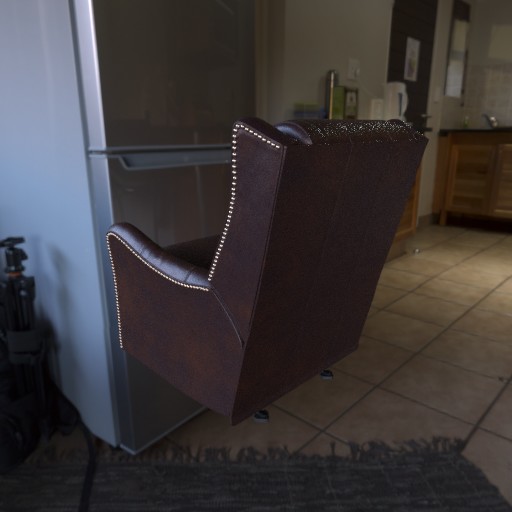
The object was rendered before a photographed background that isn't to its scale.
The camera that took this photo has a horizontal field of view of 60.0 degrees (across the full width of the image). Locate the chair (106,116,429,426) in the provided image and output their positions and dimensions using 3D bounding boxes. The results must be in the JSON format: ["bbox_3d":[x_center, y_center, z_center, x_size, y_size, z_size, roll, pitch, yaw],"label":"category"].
[{"bbox_3d":[0.000,0.000,1.832,1.008,1.084,0.869,16,23,43],"label":"chair"}]
